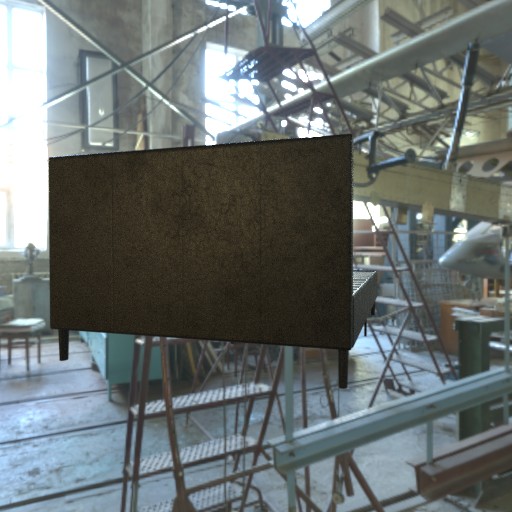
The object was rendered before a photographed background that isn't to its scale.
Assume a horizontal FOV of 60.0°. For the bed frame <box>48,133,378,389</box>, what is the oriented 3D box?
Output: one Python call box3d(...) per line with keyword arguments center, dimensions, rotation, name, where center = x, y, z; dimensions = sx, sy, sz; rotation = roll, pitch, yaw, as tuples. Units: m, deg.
box3d(center=(0.000, 0.000, 3.278), dimensions=(1.634, 1.127, 2.318), rotation=(0, 1, 18), name="bed frame")
